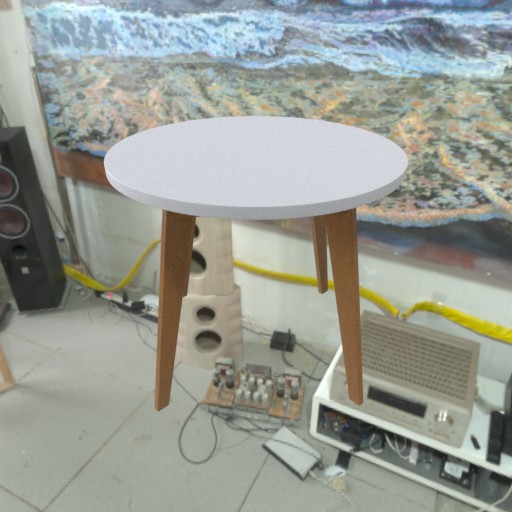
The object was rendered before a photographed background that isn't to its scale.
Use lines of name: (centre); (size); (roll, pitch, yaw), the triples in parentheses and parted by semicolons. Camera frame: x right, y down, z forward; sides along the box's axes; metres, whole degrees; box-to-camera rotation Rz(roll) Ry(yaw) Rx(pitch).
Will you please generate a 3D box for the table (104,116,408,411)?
table: (0.000, 0.000, 1.551); (0.896, 0.762, 0.896); (0, 30, 0)
